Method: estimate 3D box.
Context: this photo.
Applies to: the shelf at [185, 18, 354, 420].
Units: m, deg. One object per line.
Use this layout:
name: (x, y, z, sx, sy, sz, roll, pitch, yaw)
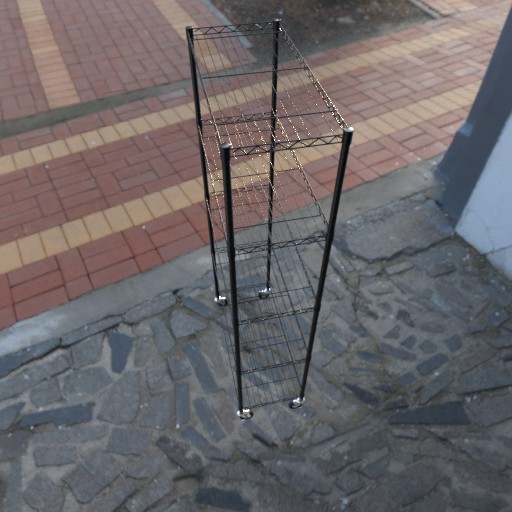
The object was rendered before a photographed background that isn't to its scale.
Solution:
shelf: (0.000, 0.000, 1.922, 0.356, 1.645, 0.762, -9, 49, -8)
